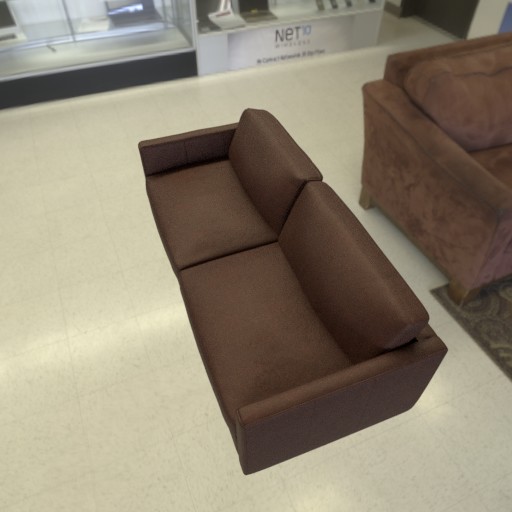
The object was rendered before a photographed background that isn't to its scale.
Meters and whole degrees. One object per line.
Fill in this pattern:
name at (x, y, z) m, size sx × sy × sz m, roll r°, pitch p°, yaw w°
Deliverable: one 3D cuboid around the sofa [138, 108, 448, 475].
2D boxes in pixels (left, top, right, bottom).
sofa at (0.000, 0.000, 2.452) m, size 0.923 × 0.863 × 1.971 m, roll -16°, pitch 49°, yaw -14°
